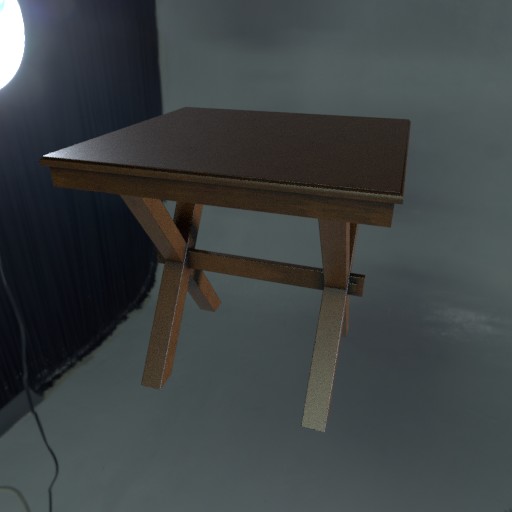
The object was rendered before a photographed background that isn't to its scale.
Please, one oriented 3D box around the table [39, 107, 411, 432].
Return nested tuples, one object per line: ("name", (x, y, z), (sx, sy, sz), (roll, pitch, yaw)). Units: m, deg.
("table", (0.000, 0.000, 1.041), (0.602, 0.562, 0.560), (9, 29, 16))
